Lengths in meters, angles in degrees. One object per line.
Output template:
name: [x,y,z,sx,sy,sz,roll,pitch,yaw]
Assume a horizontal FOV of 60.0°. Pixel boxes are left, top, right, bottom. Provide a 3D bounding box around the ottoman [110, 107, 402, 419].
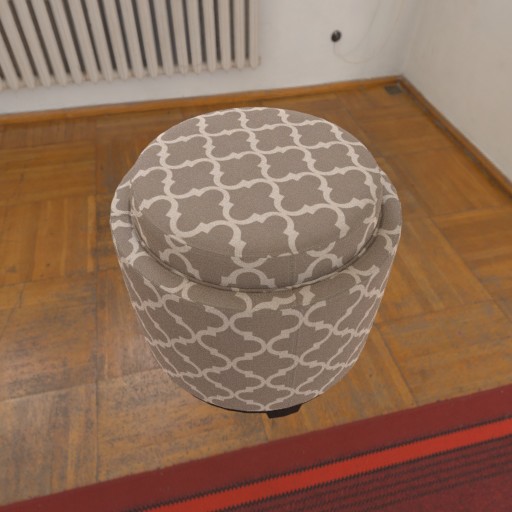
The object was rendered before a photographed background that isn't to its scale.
ottoman: [0.000,0.000,0.835,0.480,0.429,0.480,0,47,0]
